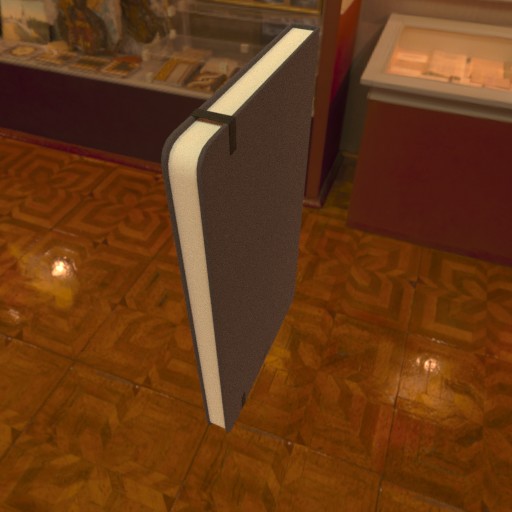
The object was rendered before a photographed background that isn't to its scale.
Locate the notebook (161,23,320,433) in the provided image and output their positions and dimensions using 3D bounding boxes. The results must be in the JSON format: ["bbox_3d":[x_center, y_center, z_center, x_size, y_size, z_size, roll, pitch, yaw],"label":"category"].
[{"bbox_3d":[0.000,0.000,0.257,0.016,0.213,0.127,17,48,16],"label":"notebook"}]
